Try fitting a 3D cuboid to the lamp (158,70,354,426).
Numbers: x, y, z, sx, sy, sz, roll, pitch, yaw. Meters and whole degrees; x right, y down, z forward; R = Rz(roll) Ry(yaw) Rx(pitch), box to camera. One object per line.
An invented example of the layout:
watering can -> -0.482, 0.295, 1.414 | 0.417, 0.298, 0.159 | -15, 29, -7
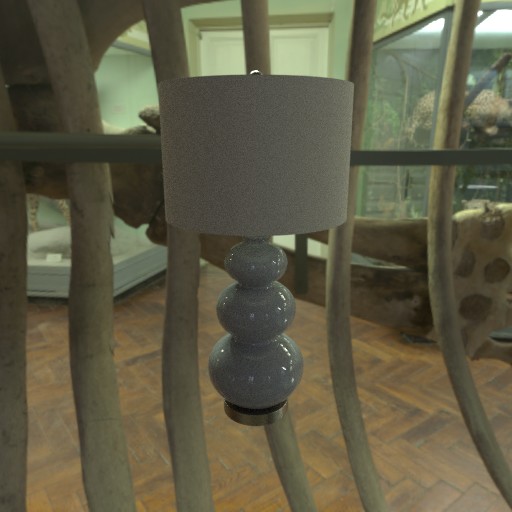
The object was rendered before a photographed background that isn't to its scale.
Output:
lamp -> 0.000, 0.000, 0.940 | 0.367, 0.730, 0.367 | 2, 16, 8
